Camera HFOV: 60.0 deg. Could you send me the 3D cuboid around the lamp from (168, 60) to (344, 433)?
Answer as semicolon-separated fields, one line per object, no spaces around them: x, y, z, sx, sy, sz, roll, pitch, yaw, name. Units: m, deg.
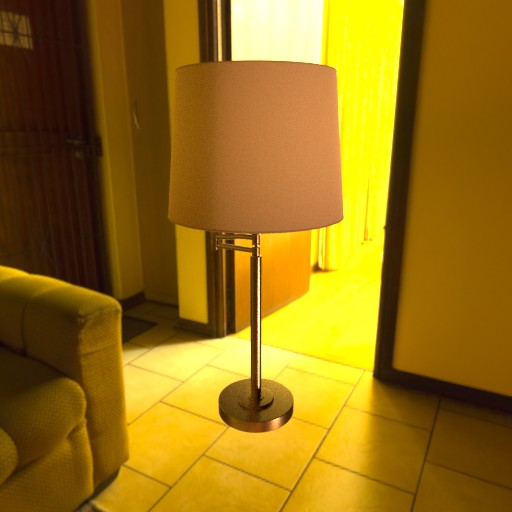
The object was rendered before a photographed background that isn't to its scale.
0.000;0.000;0.875;0.333;0.696;0.333;0;16;0;lamp
